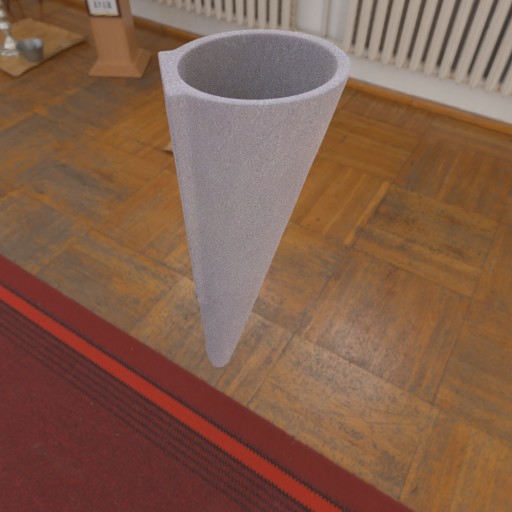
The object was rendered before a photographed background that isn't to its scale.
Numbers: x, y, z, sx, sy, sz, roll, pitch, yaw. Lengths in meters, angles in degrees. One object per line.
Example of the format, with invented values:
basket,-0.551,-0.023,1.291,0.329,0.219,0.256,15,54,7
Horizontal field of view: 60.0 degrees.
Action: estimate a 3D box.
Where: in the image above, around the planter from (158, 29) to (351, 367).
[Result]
planter,0.000,0.000,0.296,0.087,0.259,0.078,-10,48,-9
